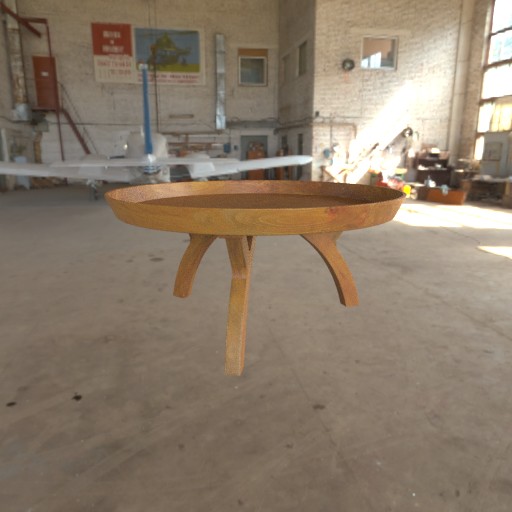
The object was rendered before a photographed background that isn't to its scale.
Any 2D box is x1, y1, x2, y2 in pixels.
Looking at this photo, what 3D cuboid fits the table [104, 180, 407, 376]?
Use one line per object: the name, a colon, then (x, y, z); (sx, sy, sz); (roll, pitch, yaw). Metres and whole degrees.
table: (0.000, 0.000, 1.587); (1.016, 0.470, 1.016); (0, 13, 0)
